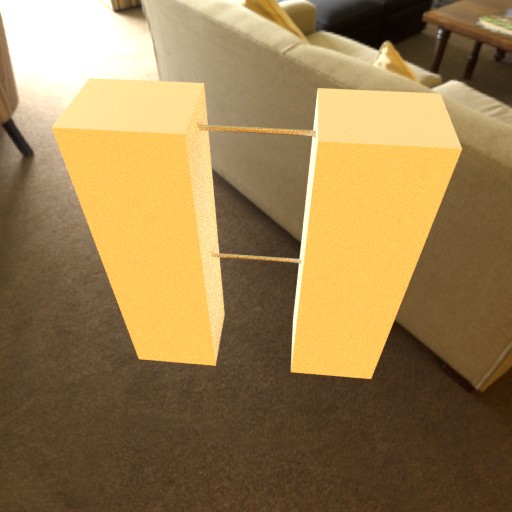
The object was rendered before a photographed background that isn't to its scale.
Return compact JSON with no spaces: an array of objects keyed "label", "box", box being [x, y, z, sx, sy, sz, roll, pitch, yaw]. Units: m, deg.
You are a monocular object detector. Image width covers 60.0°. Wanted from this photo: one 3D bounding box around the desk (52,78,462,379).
[{"label":"desk","box":[0.000,0.000,2.797,1.770,2.000,0.480,4,47,4]}]
